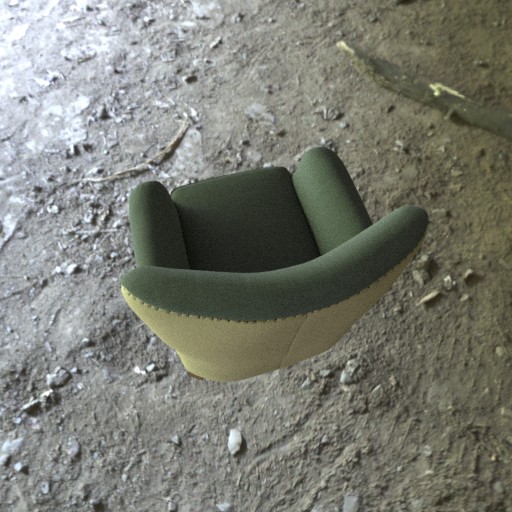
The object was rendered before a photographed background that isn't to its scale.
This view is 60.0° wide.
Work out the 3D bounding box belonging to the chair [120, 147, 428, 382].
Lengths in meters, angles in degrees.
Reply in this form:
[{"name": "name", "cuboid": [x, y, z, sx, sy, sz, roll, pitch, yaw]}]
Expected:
[{"name": "chair", "cuboid": [0.000, 0.000, 1.668, 0.861, 0.936, 0.921, -13, 58, -8]}]
